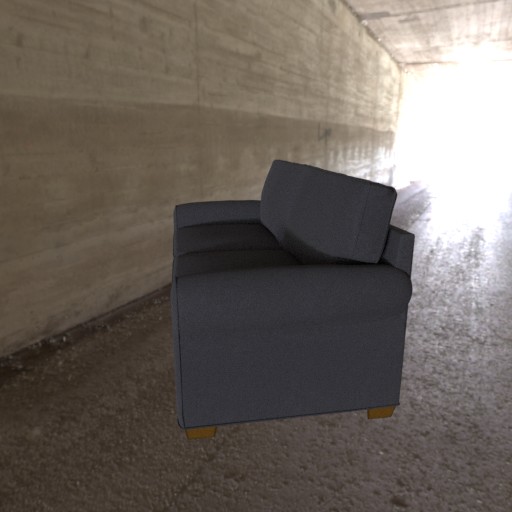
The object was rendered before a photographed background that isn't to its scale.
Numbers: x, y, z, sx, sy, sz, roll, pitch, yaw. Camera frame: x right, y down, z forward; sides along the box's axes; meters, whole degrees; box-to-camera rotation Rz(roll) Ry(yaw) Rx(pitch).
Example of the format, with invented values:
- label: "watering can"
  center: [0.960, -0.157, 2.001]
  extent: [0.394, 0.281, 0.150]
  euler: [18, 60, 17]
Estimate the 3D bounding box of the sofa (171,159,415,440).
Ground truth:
- label: "sofa"
  center: [0.000, 0.000, 2.562]
  extent: [0.951, 1.031, 2.009]
  euler: [-3, 15, -10]
